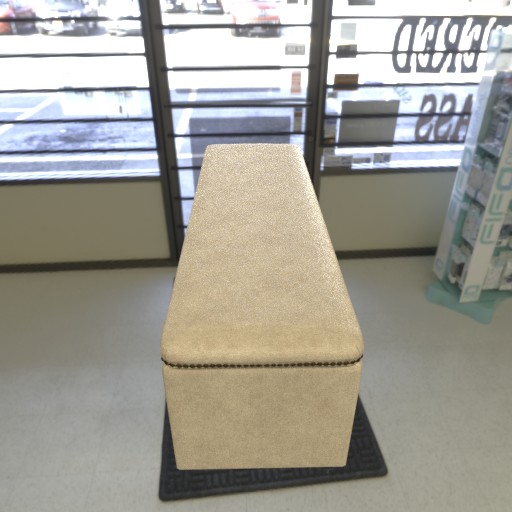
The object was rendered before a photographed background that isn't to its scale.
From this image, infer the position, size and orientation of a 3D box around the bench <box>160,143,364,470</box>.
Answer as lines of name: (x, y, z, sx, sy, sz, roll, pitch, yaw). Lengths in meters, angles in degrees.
bench: (0.000, 0.000, 1.700, 0.470, 0.447, 1.482, -1, 32, -1)
